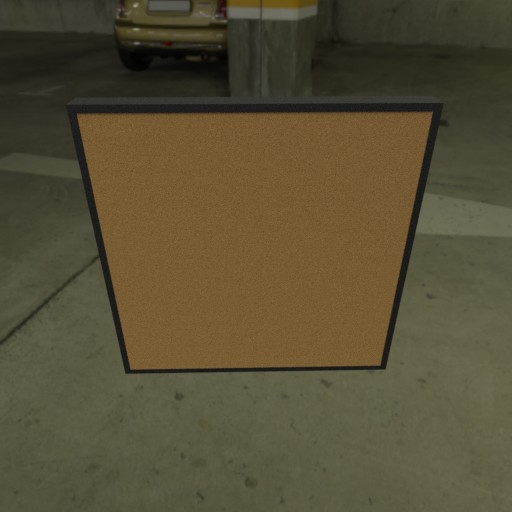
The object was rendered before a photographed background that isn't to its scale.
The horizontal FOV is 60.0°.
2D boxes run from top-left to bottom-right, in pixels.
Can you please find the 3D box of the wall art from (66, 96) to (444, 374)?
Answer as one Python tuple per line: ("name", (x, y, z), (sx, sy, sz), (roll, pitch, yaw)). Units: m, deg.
("wall art", (0.000, 0.000, 0.748), (0.509, 0.509, 0.040), (-1, 32, -1))
